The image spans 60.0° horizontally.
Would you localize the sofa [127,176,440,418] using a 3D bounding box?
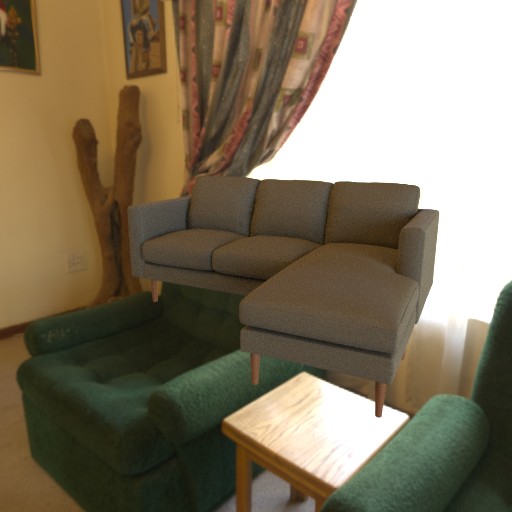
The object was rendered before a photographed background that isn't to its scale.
[{"bbox_3d":[0.000,0.000,2.842,2.031,0.897,1.591,7,16,26],"label":"sofa"}]
